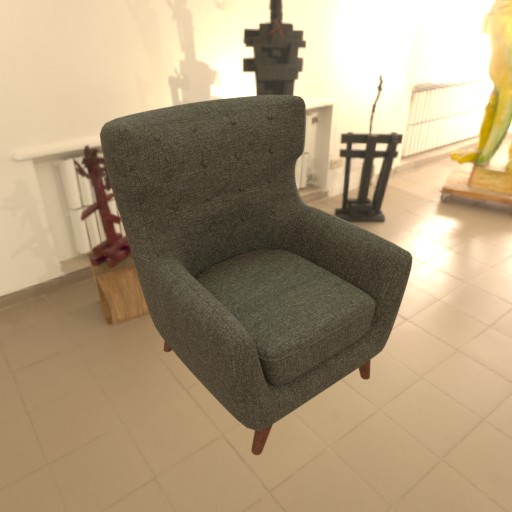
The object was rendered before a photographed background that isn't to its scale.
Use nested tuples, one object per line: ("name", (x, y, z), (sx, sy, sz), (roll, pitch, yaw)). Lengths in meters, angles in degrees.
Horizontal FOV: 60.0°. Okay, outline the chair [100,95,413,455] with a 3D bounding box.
("chair", (0.000, 0.000, 1.768), (0.878, 1.063, 0.904), (-21, 36, -32))
